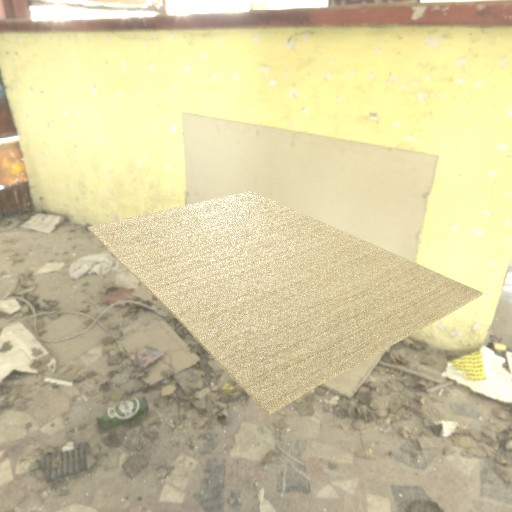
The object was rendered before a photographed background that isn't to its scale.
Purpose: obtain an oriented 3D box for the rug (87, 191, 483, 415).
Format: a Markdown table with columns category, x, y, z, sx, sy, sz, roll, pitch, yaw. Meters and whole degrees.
| category | x | y | z | sx | sy | sz | roll | pitch | yaw |
| --- | --- | --- | --- | --- | --- | --- | --- | --- | --- |
| rug | 0.000 | 0.000 | 2.944 | 1.532 | 0.018 | 2.297 | -18 | 31 | -32 |
